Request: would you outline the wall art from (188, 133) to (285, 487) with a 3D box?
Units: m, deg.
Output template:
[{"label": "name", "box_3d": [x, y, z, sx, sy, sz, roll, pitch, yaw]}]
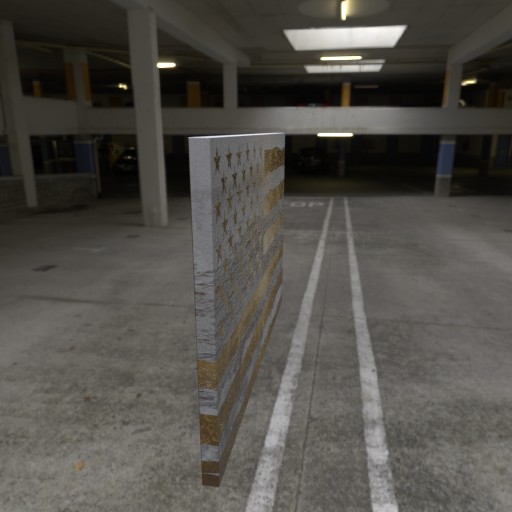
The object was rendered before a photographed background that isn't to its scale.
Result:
[{"label": "wall art", "box_3d": [0.000, 0.000, 1.438, 0.041, 0.762, 1.145, 3, 16, 10]}]
